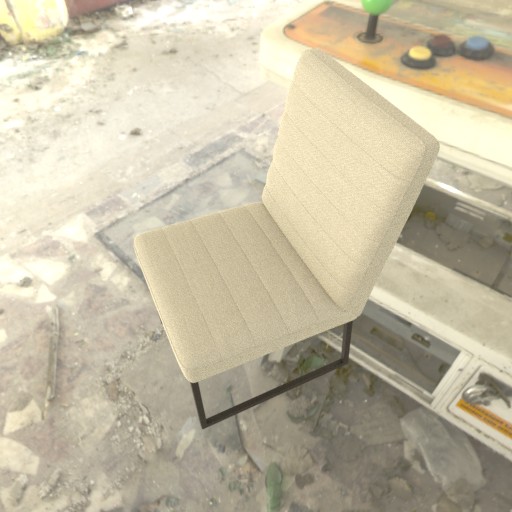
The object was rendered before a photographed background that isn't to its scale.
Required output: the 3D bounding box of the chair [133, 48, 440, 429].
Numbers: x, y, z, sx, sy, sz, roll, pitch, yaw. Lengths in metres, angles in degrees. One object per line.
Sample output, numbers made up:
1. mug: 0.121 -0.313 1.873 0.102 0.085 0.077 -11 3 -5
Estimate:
1. chair: 0.000 0.000 1.307 0.634 0.930 0.520 -19 51 -16
